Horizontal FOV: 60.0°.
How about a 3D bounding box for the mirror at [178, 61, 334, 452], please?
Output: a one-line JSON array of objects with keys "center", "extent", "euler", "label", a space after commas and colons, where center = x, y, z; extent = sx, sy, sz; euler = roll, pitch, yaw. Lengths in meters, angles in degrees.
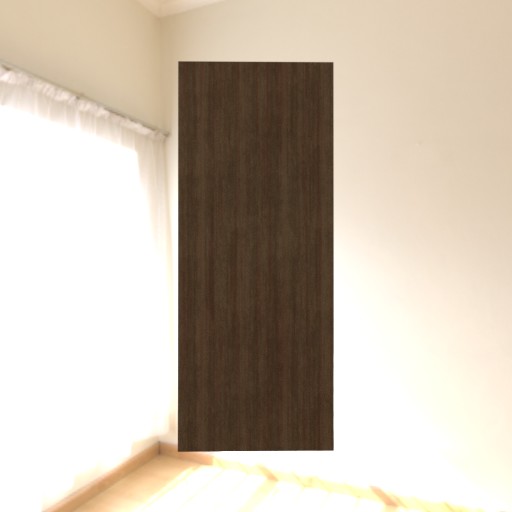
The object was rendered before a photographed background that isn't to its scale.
[{"center": [0.000, 0.000, 2.324], "extent": [0.812, 2.032, 0.025], "euler": [0, 0, -1], "label": "mirror"}]
